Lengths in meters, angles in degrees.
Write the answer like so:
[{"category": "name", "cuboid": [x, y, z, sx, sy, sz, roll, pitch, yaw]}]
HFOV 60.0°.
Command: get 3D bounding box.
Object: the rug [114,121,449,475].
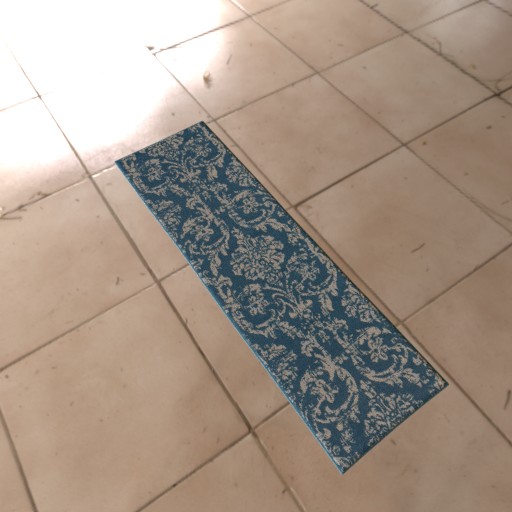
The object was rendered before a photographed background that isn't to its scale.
[{"category": "rug", "cuboid": [0.000, 0.000, 2.442, 0.662, 0.011, 2.196, -31, 63, -18]}]
